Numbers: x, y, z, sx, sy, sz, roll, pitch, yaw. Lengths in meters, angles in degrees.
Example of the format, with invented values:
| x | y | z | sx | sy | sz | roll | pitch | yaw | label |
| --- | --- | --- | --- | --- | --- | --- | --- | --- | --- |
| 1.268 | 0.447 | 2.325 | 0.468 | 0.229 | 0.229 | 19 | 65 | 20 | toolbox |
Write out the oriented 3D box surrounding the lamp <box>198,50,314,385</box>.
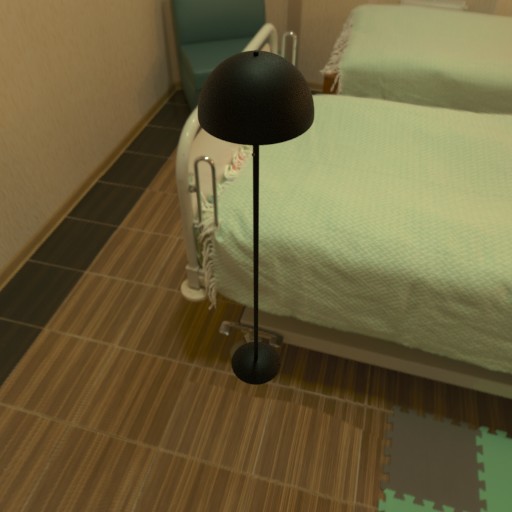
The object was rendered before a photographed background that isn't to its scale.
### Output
| x | y | z | sx | sy | sz | roll | pitch | yaw | label |
| --- | --- | --- | --- | --- | --- | --- | --- | --- | --- |
| 0.000 | 0.000 | 1.654 | 0.328 | 1.480 | 0.328 | -10 | 46 | -10 | lamp |
